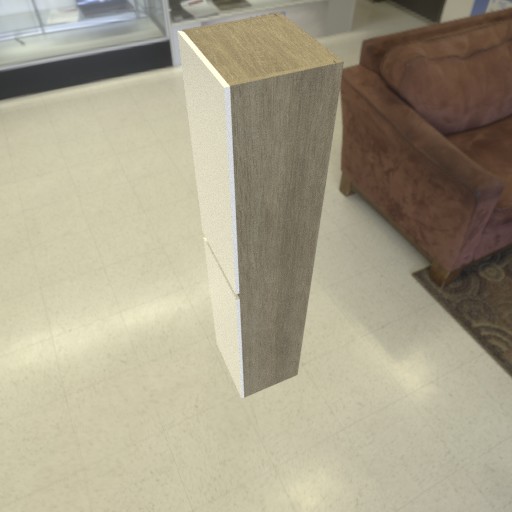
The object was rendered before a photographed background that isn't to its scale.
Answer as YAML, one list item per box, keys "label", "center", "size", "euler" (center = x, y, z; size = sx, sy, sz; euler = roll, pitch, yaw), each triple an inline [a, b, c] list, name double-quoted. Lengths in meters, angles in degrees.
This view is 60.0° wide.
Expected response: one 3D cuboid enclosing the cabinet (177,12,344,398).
- label: "cabinet"
  center: [0.000, 0.000, 1.505]
  size: [0.270, 1.400, 0.300]
  euler: [-19, 51, -16]
